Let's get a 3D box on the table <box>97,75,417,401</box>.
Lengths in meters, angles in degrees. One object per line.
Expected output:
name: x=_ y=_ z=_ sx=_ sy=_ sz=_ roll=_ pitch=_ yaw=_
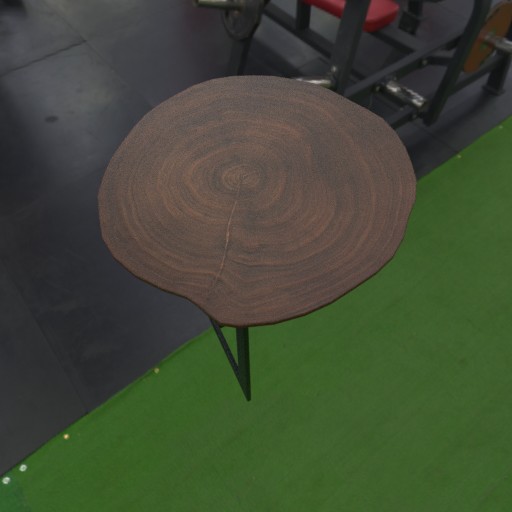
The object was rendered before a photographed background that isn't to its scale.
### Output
table: x=0.000 y=0.000 z=0.882 sx=0.494 sy=0.476 sz=0.477 roll=-31 pitch=62 yaw=-19
